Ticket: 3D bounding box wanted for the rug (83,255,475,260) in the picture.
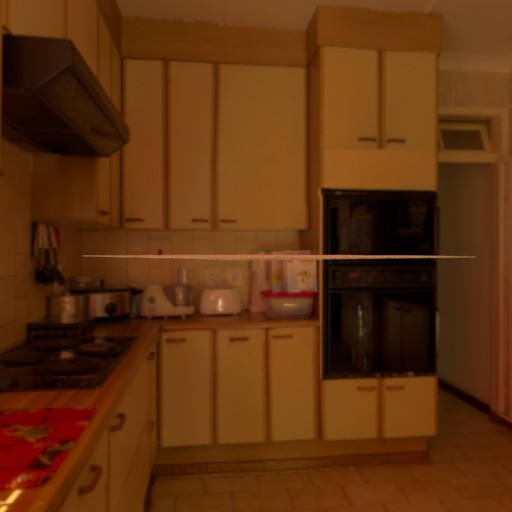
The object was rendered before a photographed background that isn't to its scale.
[{"bbox_3d":[0.000,0.000,4.266,2.438,0.013,3.048,0,1,-36],"label":"rug"}]
